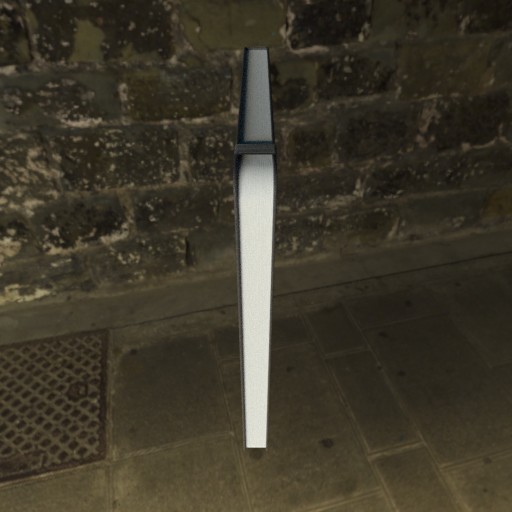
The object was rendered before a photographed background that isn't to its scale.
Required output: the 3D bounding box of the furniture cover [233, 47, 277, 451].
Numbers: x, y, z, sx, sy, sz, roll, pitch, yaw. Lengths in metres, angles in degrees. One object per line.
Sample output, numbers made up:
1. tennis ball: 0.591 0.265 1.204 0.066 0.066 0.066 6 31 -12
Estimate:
1. furniture cover: 0.000 0.000 0.382 0.023 0.281 0.216 0 40 0
